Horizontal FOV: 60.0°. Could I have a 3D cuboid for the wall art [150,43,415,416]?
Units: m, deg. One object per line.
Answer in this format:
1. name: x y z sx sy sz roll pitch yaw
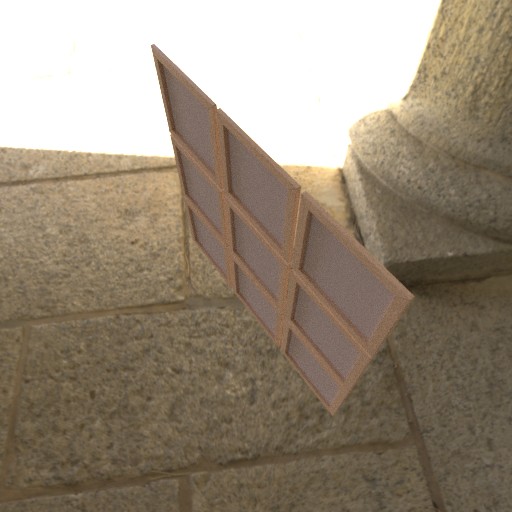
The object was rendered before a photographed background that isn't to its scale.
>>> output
1. wall art: 0.000 0.000 1.790 0.016 1.207 1.217 -32 63 -18
